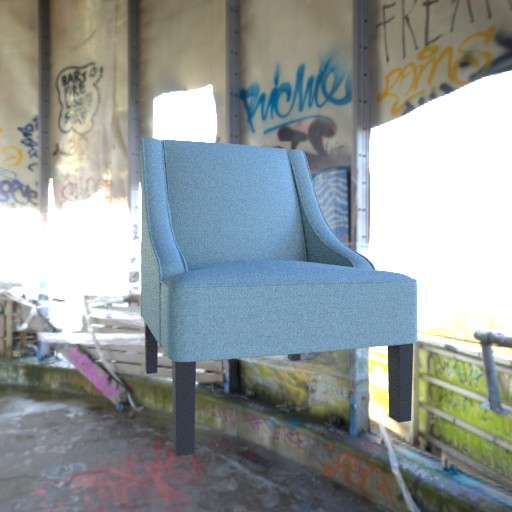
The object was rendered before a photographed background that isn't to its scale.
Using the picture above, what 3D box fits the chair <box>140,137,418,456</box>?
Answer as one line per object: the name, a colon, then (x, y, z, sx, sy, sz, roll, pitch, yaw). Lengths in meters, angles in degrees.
chair: (0.000, 0.000, 1.841, 0.857, 1.133, 1.025, 0, 1, -19)
